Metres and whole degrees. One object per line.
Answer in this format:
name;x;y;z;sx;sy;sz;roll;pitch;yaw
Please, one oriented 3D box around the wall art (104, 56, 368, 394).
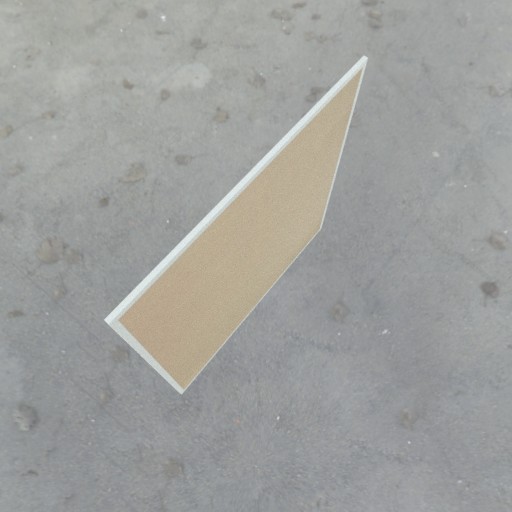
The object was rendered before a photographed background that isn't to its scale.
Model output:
wall art;0.000;0.000;1.250;0.012;0.809;0.809;36;70;16
